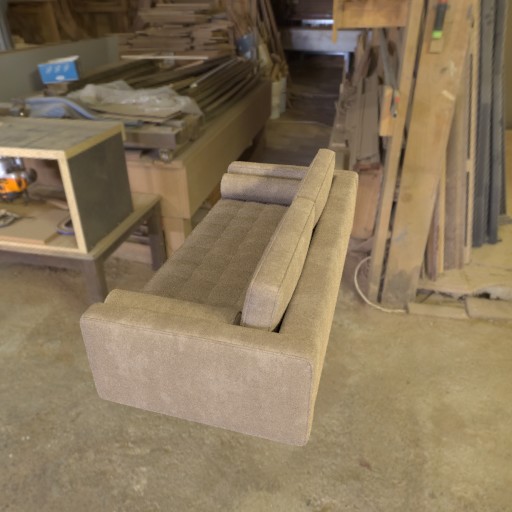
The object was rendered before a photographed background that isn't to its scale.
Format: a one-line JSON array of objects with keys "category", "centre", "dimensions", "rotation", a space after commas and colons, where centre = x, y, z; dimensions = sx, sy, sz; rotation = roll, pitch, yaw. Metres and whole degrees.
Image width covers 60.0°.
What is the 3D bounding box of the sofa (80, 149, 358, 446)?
[{"category": "sofa", "centre": [0.000, 0.000, 2.402], "dimensions": [0.920, 0.769, 1.883], "rotation": [8, 32, 13]}]
